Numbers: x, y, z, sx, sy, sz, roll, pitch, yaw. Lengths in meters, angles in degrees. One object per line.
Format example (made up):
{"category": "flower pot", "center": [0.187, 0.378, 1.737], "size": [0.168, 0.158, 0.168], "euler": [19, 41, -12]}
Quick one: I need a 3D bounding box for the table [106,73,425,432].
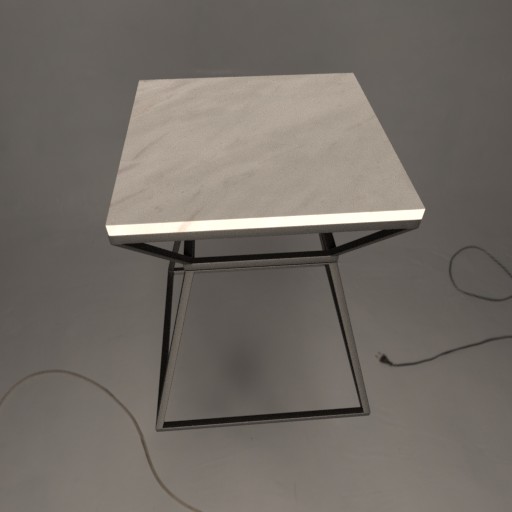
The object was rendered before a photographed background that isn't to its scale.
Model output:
{"category": "table", "center": [0.000, 0.000, 0.898], "size": [0.455, 0.559, 0.455], "euler": [-3, 46, -3]}
